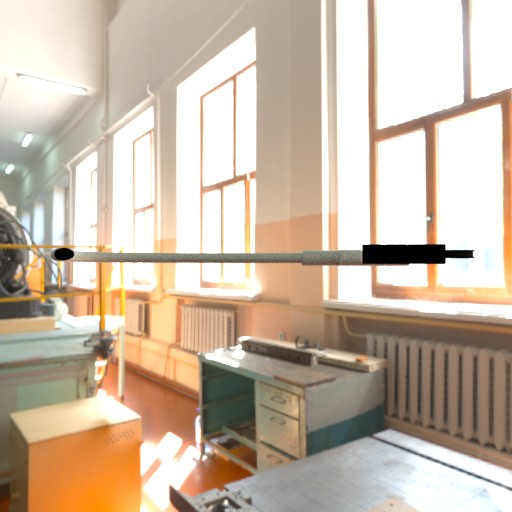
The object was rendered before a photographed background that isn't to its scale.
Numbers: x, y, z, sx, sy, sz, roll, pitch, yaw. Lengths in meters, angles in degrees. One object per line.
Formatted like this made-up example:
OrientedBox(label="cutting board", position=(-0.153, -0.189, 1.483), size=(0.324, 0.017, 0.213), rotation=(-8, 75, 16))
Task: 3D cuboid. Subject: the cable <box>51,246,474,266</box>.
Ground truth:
OrientedBox(label="cable", position=(0.000, 0.000, 0.111), size=(0.098, 0.005, 0.041), rotation=(0, -2, -1))
